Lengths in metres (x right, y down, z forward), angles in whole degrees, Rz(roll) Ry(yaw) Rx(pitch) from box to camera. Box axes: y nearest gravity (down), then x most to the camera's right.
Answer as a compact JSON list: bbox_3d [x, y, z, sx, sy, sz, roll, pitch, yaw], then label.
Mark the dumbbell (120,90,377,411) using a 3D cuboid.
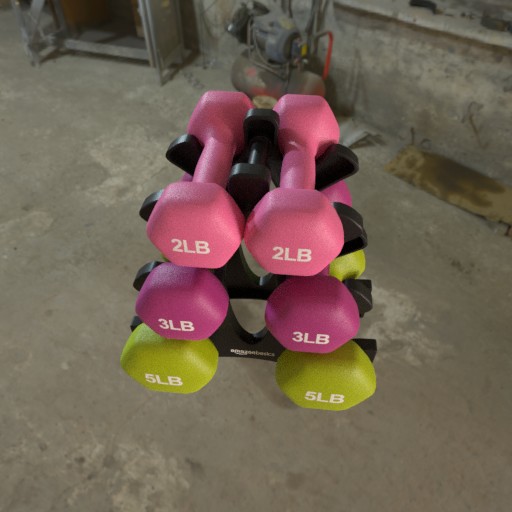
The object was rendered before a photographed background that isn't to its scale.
[{"bbox_3d":[0.000,0.000,0.434,0.257,0.261,0.203,5,47,5],"label":"dumbbell"}]
